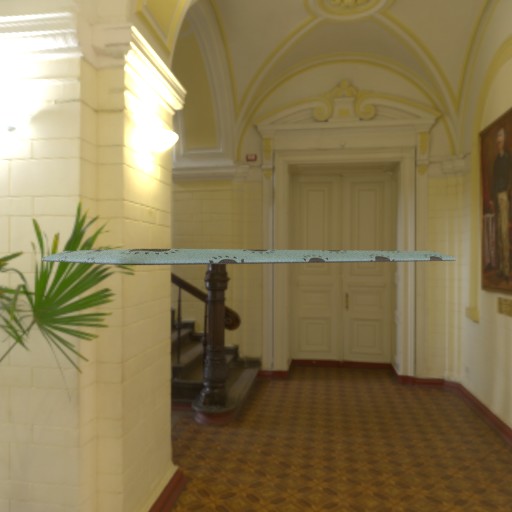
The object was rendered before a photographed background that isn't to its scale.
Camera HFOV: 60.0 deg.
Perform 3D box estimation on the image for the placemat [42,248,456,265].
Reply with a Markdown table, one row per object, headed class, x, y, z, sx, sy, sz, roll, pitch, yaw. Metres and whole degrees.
| class | x | y | z | sx | sy | sz | roll | pitch | yaw |
| --- | --- | --- | --- | --- | --- | --- | --- | --- | --- |
| placemat | 0.000 | 0.000 | 0.954 | 0.762 | 0.021 | 0.508 | 0 | 0 | -37 |
